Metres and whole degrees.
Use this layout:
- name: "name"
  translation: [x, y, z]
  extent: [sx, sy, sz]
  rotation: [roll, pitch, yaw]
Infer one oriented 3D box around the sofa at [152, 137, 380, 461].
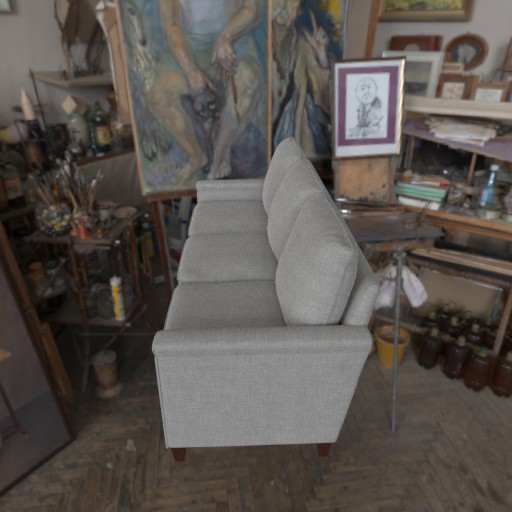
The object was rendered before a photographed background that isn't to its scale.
- name: "sofa"
  translation: [0.000, 0.000, 2.453]
  extent: [0.828, 0.959, 1.925]
  rotation: [-1, 27, -2]
